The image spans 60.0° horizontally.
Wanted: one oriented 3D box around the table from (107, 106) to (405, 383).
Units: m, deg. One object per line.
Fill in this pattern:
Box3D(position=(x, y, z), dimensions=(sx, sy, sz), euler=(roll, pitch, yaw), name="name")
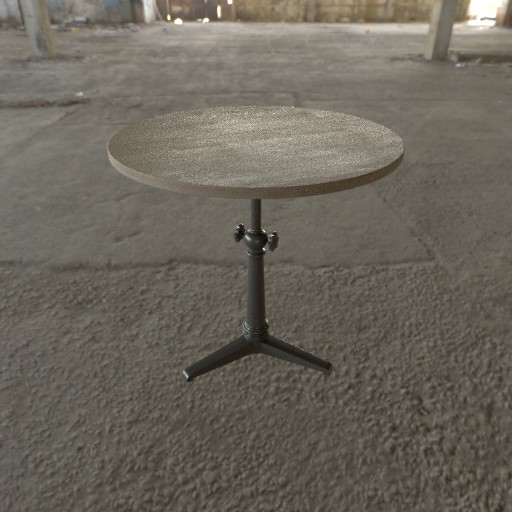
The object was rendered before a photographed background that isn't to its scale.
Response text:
Box3D(position=(0.000, 0.000, 1.435), dimensions=(0.800, 0.780, 0.800), euler=(0, 30, 0), name="table")
